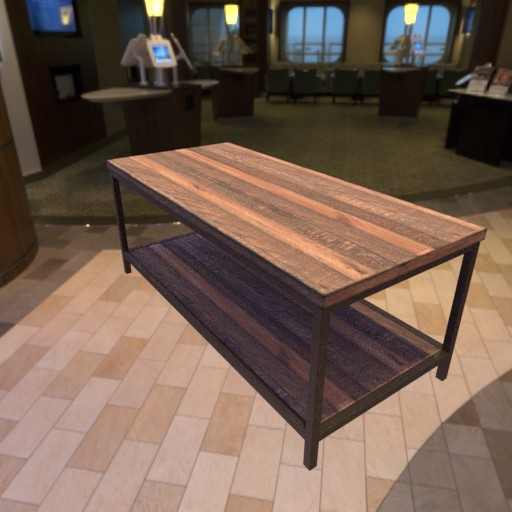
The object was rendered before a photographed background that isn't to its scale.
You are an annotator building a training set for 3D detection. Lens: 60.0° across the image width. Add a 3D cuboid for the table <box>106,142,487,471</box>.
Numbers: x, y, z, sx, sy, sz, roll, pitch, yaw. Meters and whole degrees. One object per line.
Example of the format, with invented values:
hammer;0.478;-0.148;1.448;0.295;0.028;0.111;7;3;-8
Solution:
table;0.000;0.000;1.234;0.452;0.399;0.990;-18;31;-31
